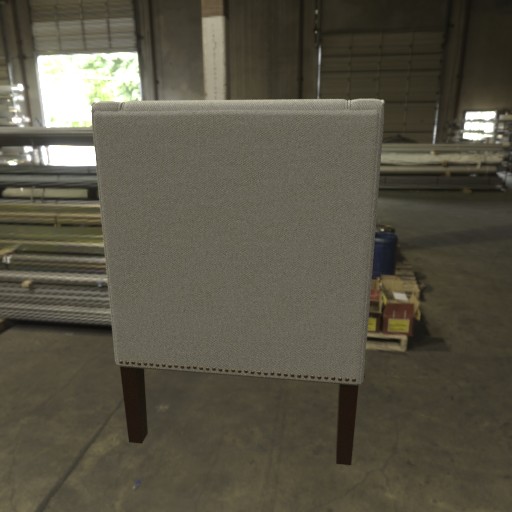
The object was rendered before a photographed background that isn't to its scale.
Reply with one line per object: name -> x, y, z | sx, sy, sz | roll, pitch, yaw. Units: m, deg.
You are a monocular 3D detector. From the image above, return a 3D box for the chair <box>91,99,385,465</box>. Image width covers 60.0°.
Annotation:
chair -> 0.000, 0.000, 1.366 | 0.628, 0.872, 0.748 | 2, 16, 8
